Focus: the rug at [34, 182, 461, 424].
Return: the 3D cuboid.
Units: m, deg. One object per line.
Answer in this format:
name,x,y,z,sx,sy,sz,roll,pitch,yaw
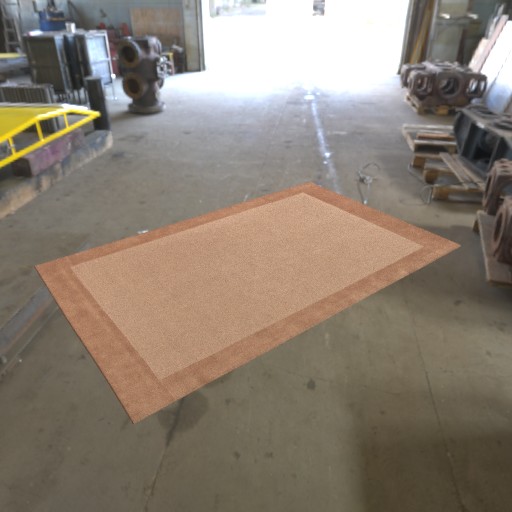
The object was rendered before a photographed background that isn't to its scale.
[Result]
rug,0.000,0.000,2.970,2.438,0.014,1.524,-21,37,-32
